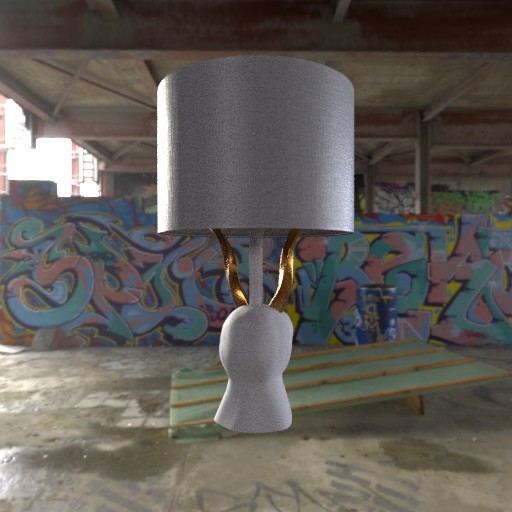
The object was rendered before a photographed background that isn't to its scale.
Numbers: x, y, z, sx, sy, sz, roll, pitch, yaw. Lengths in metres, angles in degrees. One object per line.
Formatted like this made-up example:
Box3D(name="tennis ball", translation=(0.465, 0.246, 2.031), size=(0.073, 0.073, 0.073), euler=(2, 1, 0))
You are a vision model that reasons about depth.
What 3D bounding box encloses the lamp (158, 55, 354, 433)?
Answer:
Box3D(name="lamp", translation=(0.000, 0.000, 0.691), size=(0.298, 0.503, 0.298), euler=(0, 0, 19))
